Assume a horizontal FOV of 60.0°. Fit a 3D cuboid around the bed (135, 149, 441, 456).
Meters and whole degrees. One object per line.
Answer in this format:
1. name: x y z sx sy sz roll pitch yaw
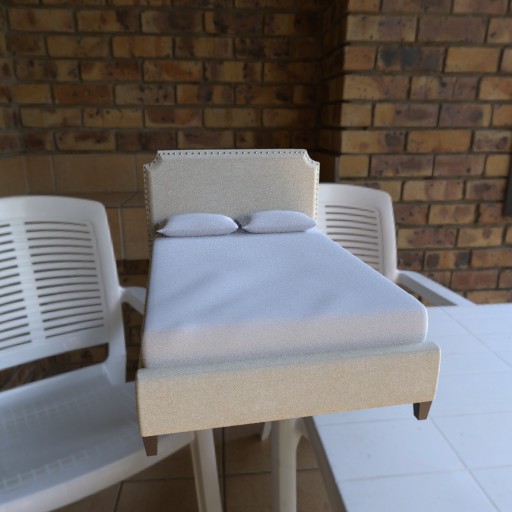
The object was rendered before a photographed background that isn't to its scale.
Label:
1. bed: 0.000 0.000 3.377 1.713 1.457 2.381 -3 17 -11
